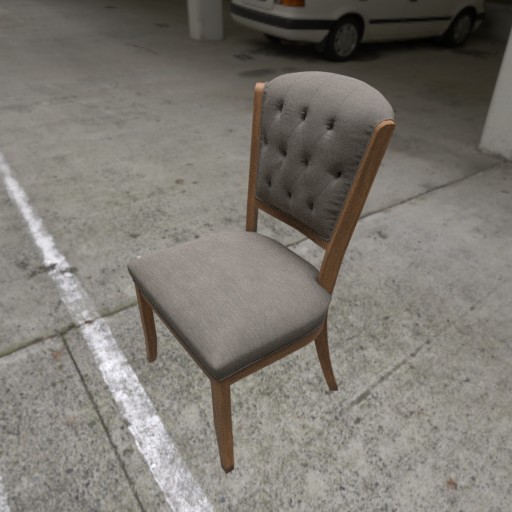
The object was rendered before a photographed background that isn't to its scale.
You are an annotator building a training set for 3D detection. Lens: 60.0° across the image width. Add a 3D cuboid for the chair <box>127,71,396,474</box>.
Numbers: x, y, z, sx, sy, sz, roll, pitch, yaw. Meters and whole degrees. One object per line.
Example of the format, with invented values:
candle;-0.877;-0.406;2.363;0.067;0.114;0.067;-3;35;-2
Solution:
chair;0.000;0.000;1.247;0.584;0.905;0.513;-21;39;-29
